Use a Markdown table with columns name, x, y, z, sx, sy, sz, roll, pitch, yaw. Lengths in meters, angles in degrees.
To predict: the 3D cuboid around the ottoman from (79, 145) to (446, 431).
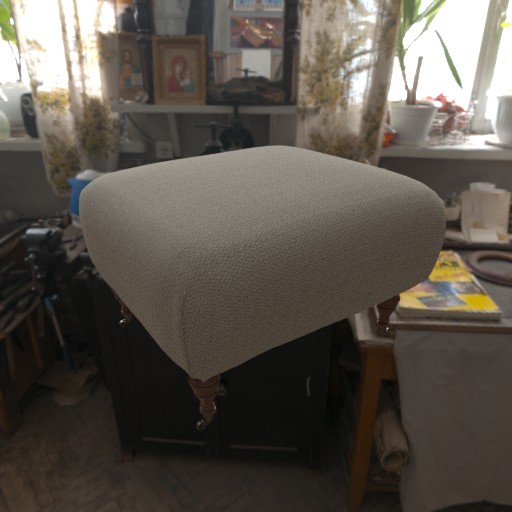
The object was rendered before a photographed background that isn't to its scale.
| name | x | y | z | sx | sy | sz | roll | pitch | yaw |
| --- | --- | --- | --- | --- | --- | --- | --- | --- | --- |
| ottoman | 0.000 | 0.000 | 1.084 | 0.684 | 0.447 | 0.622 | -17 | 30 | -32 |
